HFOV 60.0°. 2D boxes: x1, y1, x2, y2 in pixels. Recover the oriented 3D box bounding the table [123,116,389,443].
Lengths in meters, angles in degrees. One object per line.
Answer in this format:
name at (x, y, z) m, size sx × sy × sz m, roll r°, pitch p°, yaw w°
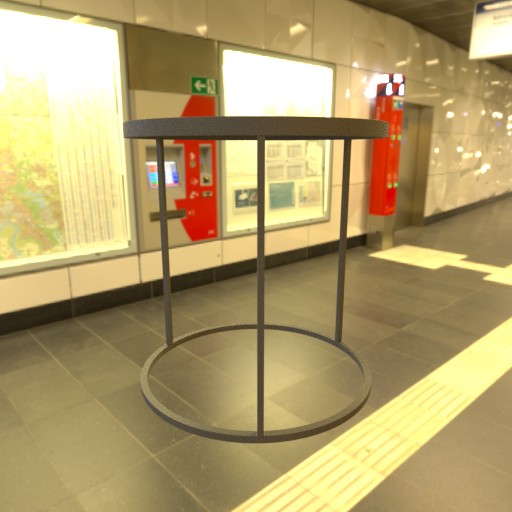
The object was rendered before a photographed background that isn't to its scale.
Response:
table at (0.000, 0.000, 0.872) m, size 0.470 × 0.498 × 0.470 m, roll 0°, pitch 14°, yaw 0°
